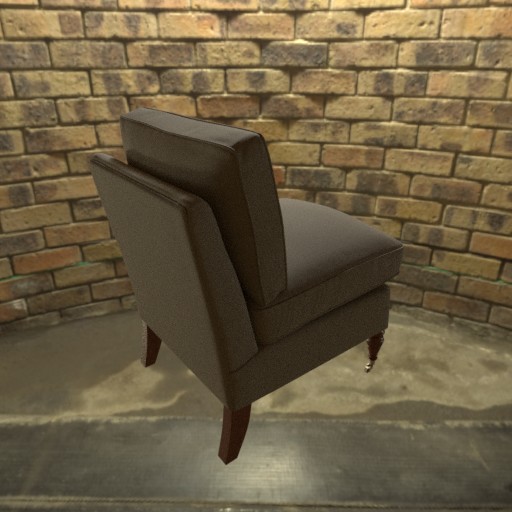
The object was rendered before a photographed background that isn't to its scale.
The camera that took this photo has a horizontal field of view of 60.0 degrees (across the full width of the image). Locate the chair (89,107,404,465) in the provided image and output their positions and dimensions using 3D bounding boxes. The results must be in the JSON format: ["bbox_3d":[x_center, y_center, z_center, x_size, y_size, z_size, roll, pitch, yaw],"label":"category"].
[{"bbox_3d":[0.000,0.000,1.666,0.924,1.045,0.724,-18,30,-33],"label":"chair"}]
